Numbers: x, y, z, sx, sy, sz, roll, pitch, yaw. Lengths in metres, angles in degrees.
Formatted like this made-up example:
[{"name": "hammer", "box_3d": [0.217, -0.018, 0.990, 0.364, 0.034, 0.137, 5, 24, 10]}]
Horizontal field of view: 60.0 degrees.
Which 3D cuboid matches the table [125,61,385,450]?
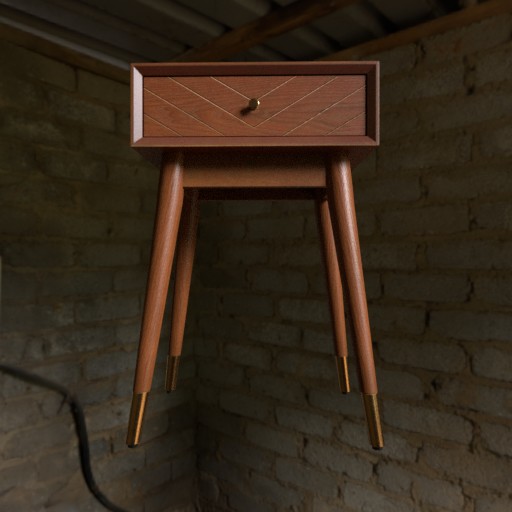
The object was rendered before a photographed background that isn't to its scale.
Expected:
[{"name": "table", "box_3d": [0.000, 0.000, 0.829, 0.406, 0.599, 0.300, 0, 0, 1]}]
